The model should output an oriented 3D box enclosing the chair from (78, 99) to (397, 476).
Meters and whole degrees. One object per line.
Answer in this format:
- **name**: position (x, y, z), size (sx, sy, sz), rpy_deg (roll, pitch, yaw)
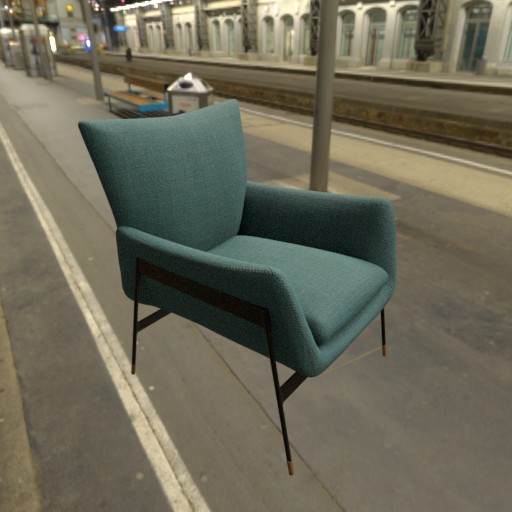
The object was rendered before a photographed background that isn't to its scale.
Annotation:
- **chair**: position (0.000, 0.000, 1.433), size (0.769, 0.859, 0.678), rpy_deg (18, 31, 33)
